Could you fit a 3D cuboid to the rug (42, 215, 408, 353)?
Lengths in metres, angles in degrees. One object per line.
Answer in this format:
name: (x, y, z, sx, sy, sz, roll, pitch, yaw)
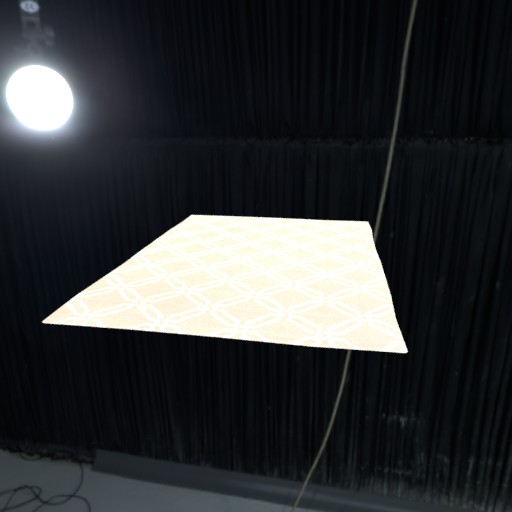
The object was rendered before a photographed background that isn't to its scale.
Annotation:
rug: (0.000, 0.000, 2.771, 1.524, 0.013, 2.135, 3, 18, 9)
